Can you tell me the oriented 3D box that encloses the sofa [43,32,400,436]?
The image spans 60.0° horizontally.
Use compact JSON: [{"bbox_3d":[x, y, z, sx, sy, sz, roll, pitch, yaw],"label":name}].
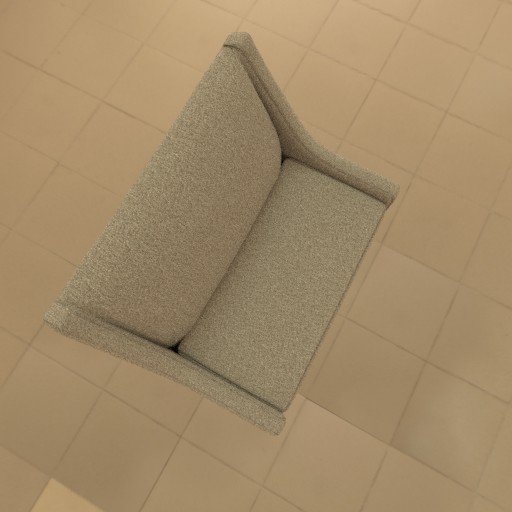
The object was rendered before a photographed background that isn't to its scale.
[{"bbox_3d":[0.000,0.000,1.910,0.862,1.026,1.242,28,77,7],"label":"sofa"}]
